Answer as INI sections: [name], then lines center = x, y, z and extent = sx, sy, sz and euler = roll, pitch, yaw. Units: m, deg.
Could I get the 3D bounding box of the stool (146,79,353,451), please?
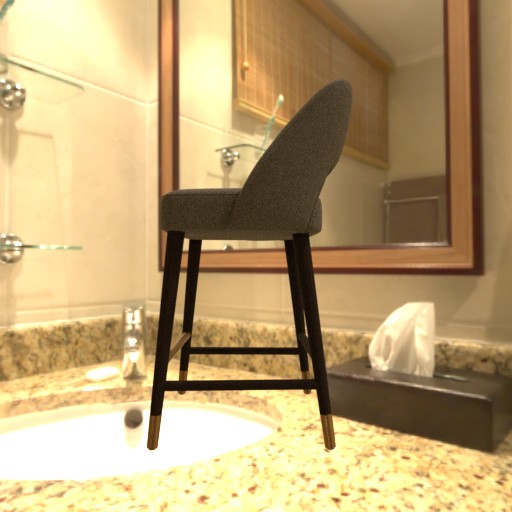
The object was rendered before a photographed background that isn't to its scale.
[stool]
center = 0.000, 0.000, 1.282
extent = 0.524, 0.925, 0.536
euler = 0, -1, -1
